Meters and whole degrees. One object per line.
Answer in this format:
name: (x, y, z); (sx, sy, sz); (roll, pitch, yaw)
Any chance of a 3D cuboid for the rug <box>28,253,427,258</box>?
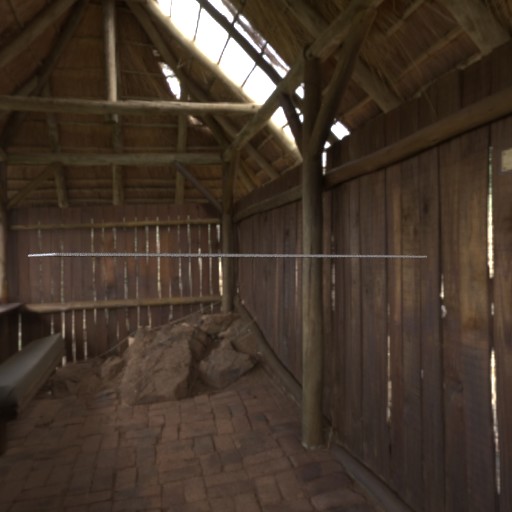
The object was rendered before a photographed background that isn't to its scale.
rug: (0.000, 0.000, 2.054); (1.827, 0.012, 0.553); (0, -1, -35)
